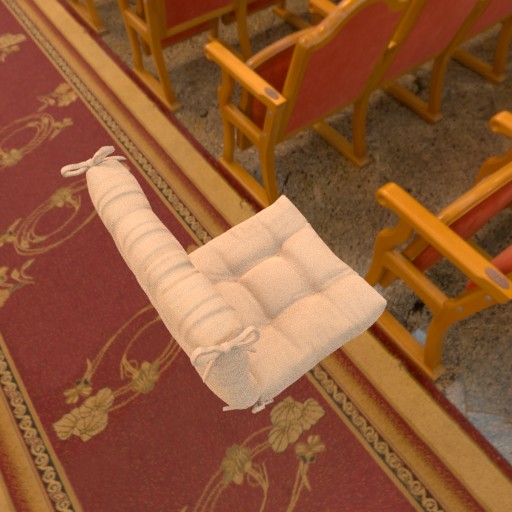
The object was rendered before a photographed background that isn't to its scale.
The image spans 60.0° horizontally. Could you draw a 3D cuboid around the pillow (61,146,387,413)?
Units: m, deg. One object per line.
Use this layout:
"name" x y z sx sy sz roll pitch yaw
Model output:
"pillow" 0.000 0.000 1.052 0.571 0.605 0.519 -32 64 -18
